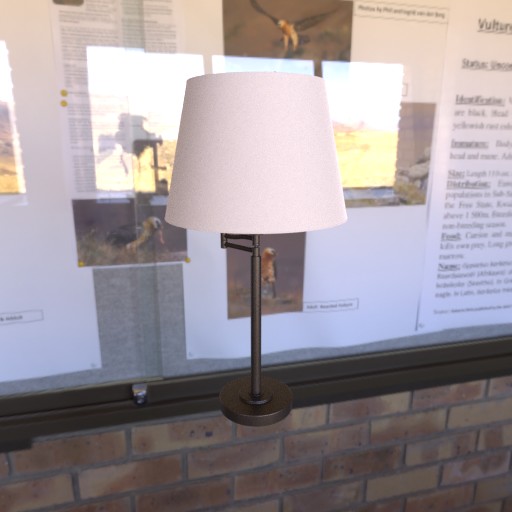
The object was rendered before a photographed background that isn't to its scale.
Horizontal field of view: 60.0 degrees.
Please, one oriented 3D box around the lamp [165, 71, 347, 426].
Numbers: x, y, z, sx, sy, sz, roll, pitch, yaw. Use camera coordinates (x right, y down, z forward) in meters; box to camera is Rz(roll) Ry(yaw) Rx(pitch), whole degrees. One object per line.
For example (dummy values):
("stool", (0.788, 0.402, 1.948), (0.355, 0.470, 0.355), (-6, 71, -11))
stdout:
("lamp", (0.000, 0.000, 0.919), (0.363, 0.696, 0.363), (0, 14, 0))
